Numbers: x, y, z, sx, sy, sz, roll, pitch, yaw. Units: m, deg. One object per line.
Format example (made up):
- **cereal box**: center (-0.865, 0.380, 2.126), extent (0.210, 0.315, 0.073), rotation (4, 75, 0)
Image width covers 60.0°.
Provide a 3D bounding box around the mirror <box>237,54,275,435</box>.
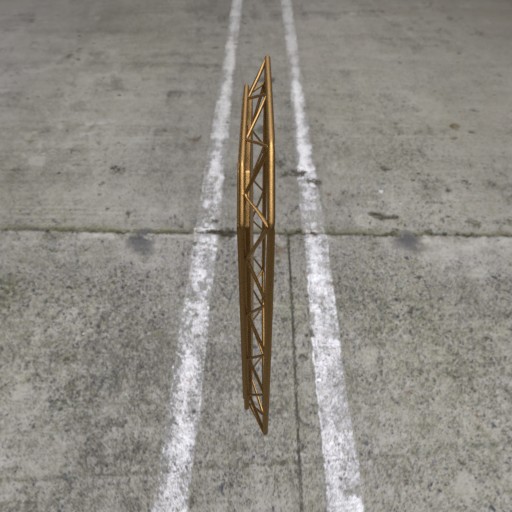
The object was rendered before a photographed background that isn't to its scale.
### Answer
- **mirror**: center (0.000, 0.000, 0.745), extent (0.042, 0.566, 0.417), rotation (0, 42, 0)
